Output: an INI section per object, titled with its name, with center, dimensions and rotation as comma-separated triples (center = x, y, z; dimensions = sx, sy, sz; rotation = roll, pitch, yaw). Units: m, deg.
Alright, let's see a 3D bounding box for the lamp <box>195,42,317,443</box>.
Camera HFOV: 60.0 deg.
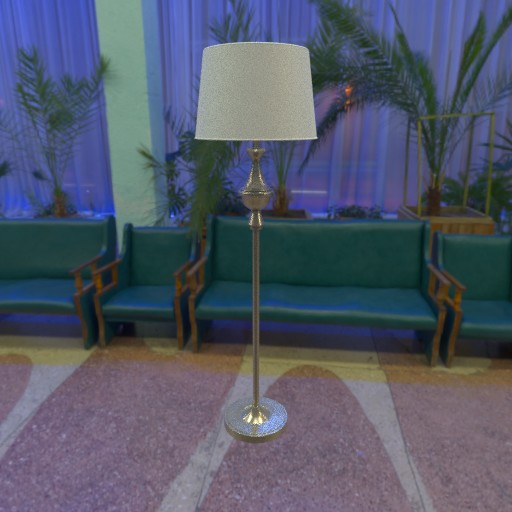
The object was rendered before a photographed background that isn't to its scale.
[lamp]
center = 0.000, 0.000, 1.694
dimensions = 0.431, 1.488, 0.431
rotation = 0, 17, 0
